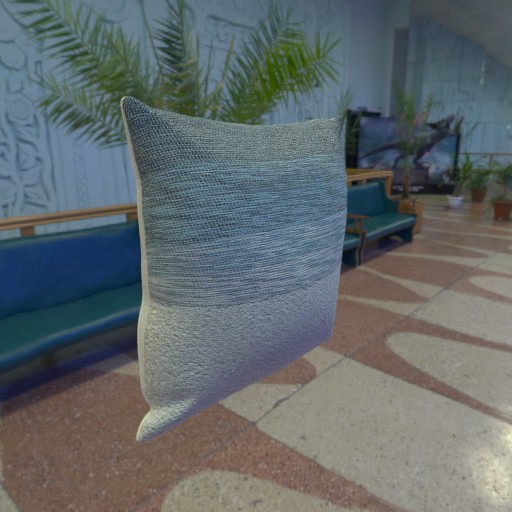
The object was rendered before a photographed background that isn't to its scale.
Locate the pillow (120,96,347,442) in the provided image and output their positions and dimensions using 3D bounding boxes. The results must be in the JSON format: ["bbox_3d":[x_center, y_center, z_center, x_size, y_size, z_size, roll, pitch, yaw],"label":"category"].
[{"bbox_3d":[0.000,0.000,0.683,0.182,0.441,0.440,14,20,42],"label":"pillow"}]
